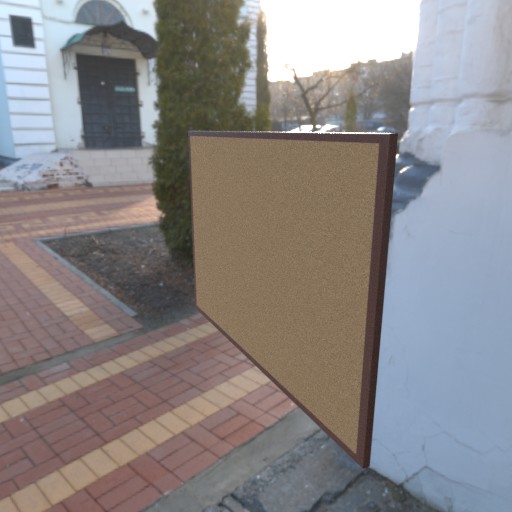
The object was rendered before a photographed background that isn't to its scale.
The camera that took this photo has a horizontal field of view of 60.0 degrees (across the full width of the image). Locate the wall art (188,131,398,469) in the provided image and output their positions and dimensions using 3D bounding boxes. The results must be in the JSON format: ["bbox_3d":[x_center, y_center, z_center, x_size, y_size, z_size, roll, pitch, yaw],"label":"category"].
[{"bbox_3d":[0.000,0.000,0.842,0.014,0.455,0.660,-8,18,-27],"label":"wall art"}]
